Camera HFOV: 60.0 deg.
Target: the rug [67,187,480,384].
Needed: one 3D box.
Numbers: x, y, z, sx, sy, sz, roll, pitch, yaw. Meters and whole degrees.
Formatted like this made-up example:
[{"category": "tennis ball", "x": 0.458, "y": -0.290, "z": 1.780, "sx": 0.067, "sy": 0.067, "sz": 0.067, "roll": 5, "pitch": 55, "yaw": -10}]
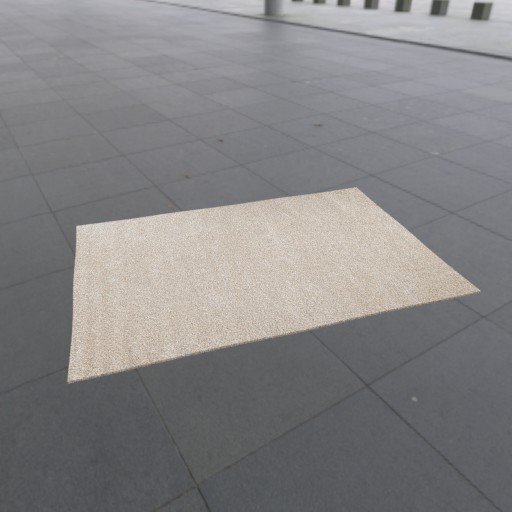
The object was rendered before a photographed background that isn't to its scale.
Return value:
[{"category": "rug", "x": 0.000, "y": 0.000, "z": 3.457, "sx": 2.699, "sy": 0.025, "sz": 1.800, "roll": -10, "pitch": 34, "yaw": -14}]
